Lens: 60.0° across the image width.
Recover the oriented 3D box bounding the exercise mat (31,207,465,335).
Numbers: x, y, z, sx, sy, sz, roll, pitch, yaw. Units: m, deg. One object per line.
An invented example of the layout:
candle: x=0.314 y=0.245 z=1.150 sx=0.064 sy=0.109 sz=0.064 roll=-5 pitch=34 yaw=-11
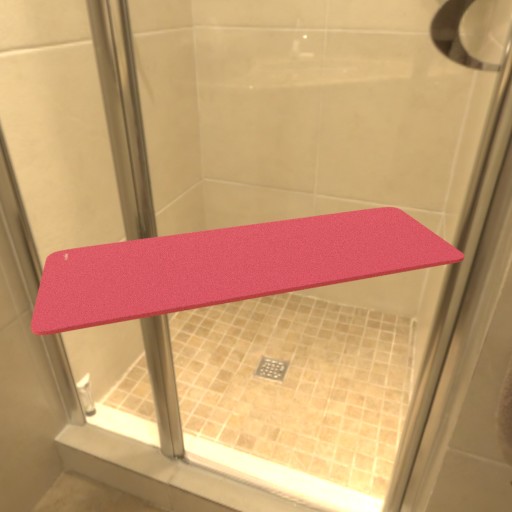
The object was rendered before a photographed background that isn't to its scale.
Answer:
exercise mat: x=0.000 y=0.000 z=2.074 sx=1.884 sy=0.021 sz=0.616 roll=-9 pitch=32 yaw=-14
